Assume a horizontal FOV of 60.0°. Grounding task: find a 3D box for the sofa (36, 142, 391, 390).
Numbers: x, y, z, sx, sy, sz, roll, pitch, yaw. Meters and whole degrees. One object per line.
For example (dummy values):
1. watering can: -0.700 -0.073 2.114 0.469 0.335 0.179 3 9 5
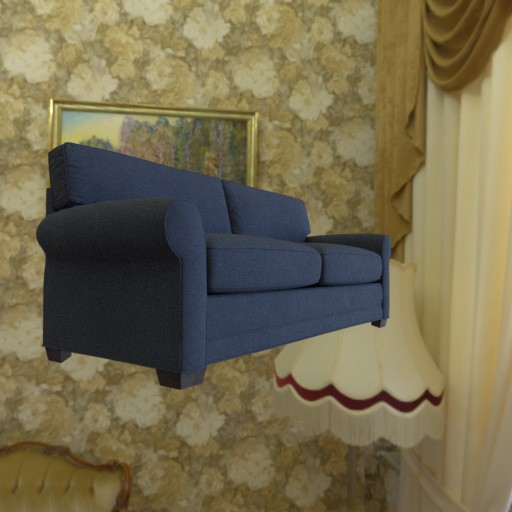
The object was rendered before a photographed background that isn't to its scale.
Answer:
1. sofa: 0.000 0.000 2.727 0.954 1.026 2.391 -1 -2 36
